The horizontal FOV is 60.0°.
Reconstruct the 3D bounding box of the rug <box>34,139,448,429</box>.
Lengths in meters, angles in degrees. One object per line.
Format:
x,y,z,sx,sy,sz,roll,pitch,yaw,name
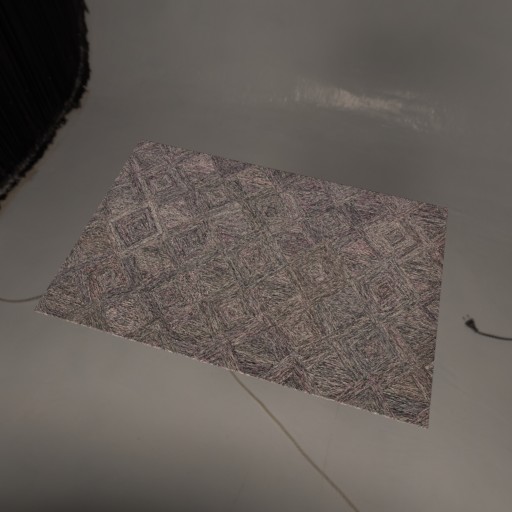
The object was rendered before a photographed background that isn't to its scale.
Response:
0.000,0.000,2.834,2.298,0.017,1.501,14,59,9,rug
